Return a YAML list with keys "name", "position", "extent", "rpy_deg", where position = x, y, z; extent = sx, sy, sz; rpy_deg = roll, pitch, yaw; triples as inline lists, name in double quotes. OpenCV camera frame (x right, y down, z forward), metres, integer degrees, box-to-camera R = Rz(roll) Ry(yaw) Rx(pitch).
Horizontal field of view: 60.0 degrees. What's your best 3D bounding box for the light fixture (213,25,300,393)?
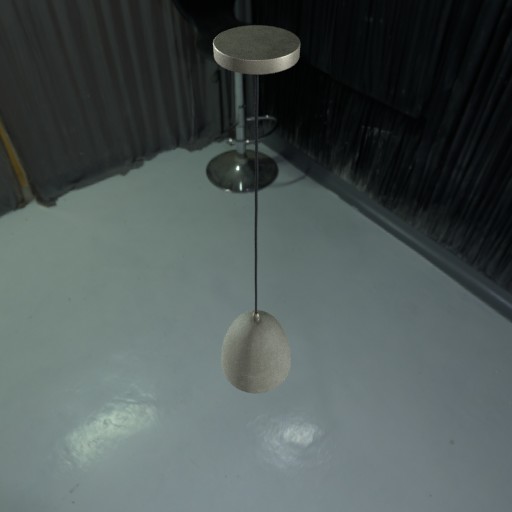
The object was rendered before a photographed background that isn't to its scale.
- name: "light fixture"
  position: [0.000, 0.000, 0.813]
  extent: [0.170, 0.759, 0.170]
  rpy_deg: [-32, 55, -26]
